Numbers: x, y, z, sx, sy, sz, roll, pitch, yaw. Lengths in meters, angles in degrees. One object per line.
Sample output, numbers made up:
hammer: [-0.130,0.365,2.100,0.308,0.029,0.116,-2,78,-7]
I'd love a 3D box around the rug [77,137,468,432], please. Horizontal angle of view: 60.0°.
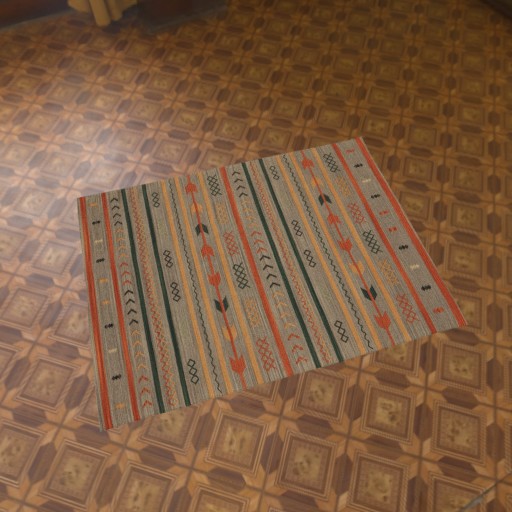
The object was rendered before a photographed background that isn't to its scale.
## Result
rug: [0.000,0.000,4.014,3.029,0.022,2.263,-14,60,-8]
